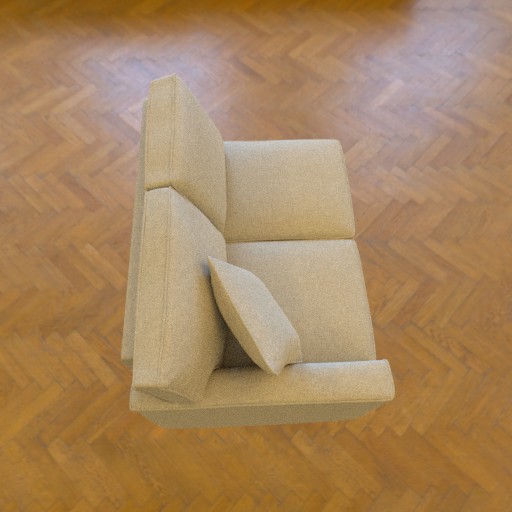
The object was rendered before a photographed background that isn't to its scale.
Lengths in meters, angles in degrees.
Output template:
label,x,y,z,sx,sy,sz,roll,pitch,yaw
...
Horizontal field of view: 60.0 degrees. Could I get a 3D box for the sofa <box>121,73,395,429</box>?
label,x,y,z,sx,sy,sz,roll,pitch,yaw
sofa,0.000,0.000,2.053,0.991,0.989,1.388,-3,63,-1
